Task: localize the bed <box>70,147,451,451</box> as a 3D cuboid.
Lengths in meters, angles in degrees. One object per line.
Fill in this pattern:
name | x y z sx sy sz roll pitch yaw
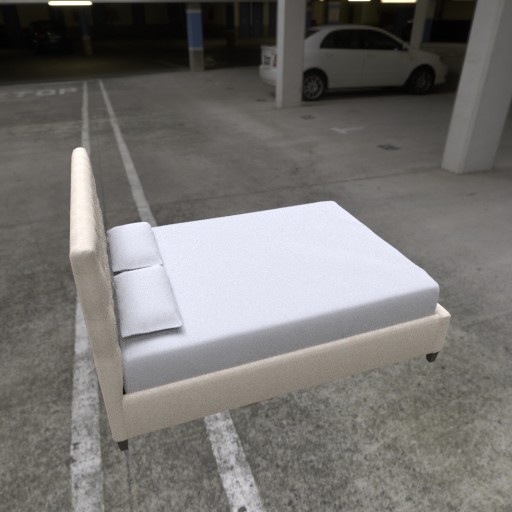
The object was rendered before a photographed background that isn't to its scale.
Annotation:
bed | 0.000 0.000 3.358 2.387 1.427 1.698 -10 32 -17
